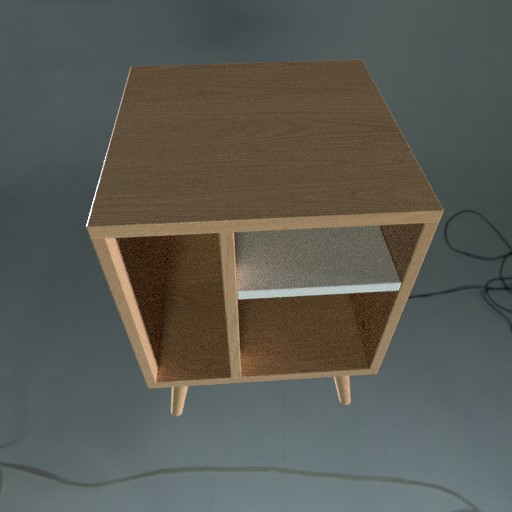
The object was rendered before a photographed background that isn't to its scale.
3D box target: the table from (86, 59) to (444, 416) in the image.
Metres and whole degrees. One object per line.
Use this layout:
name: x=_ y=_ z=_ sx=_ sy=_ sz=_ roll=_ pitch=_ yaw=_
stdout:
table: x=0.000 y=0.000 z=0.830 sx=0.400 sy=0.550 sz=0.400 roll=-3 pitch=47 yaw=-3
